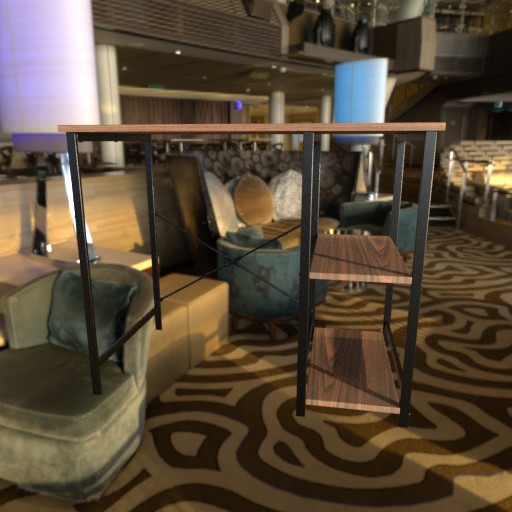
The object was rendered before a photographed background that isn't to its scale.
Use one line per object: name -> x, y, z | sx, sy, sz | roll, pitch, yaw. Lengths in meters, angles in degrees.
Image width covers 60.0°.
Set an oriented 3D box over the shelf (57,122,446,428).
shelf -> 0.000, 0.000, 1.342 | 0.902, 0.750, 0.498 | 3, 15, 10
